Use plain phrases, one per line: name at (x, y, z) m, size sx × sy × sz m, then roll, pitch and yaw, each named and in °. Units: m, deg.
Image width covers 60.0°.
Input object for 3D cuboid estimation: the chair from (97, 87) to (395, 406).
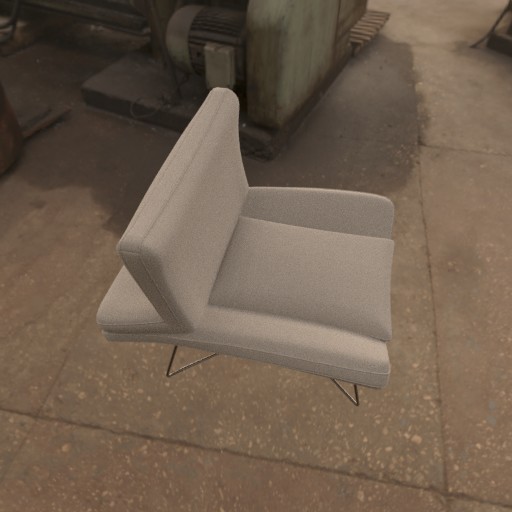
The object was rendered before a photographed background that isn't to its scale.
chair at (0.000, 0.000, 1.635) m, size 1.008 × 0.855 × 0.859 m, roll 10°, pitch 48°, yaw 9°
